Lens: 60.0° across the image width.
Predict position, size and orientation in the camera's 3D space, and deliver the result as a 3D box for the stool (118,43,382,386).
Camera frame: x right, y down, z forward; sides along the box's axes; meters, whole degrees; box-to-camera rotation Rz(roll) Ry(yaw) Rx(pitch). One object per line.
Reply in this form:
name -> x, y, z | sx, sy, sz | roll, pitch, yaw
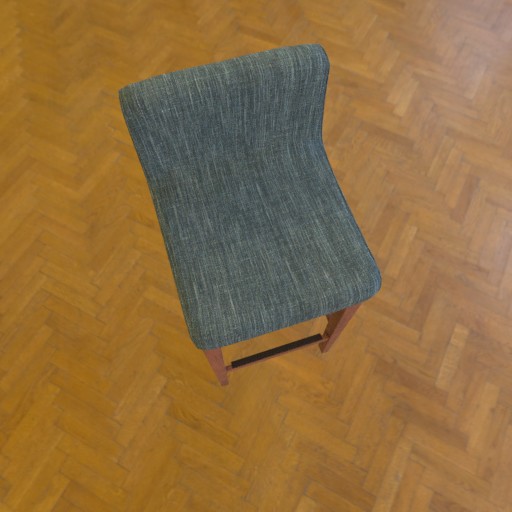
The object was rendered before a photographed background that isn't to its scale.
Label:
stool -> 0.000, 0.000, 1.100 | 0.395, 0.835, 0.459 | -16, 66, -8
